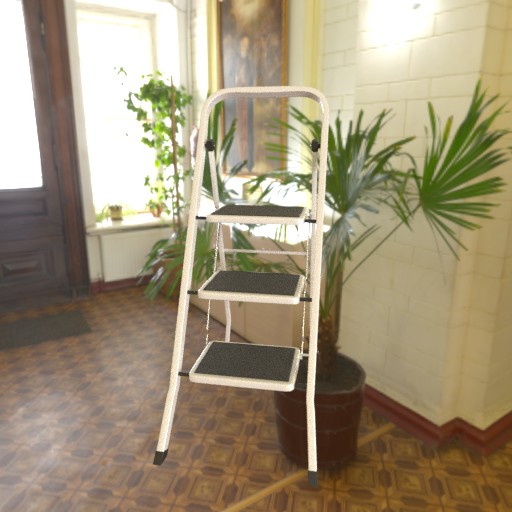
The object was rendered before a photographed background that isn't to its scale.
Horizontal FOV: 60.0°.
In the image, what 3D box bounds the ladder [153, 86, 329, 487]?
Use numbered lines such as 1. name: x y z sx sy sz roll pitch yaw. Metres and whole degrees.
1. ladder: 0.000 0.000 1.409 0.460 1.050 0.711 3 15 10
